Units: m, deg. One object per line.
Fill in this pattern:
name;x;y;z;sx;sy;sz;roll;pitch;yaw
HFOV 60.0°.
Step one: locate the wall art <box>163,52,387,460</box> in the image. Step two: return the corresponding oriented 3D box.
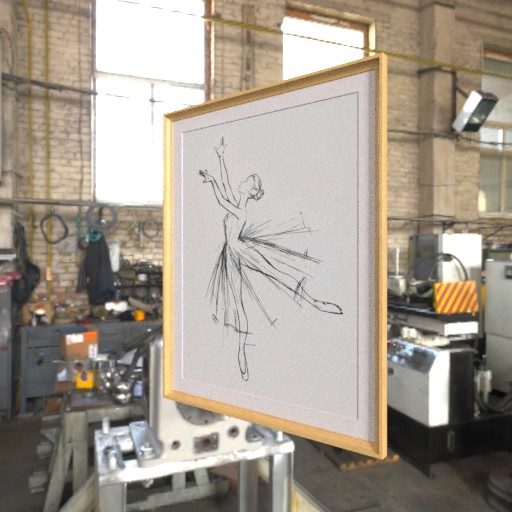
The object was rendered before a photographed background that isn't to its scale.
wall art;0.000;0.000;1.339;0.798;1.002;0.030;0;0;37
